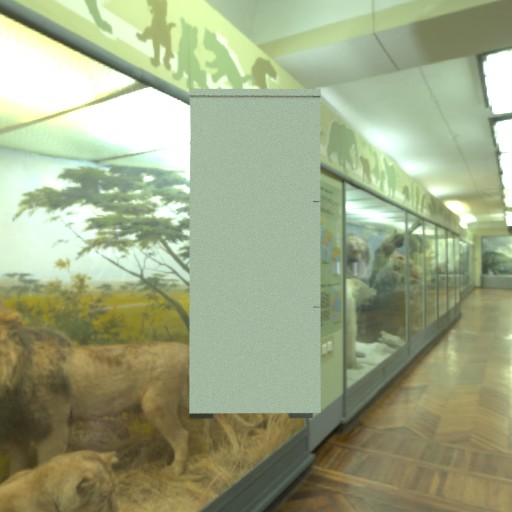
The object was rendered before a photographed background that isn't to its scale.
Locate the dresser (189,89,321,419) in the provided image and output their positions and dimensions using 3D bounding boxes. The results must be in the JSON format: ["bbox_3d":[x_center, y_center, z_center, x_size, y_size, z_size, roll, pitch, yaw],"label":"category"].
[{"bbox_3d":[0.000,0.000,1.829,0.333,0.790,1.535,0,0,0],"label":"dresser"}]
